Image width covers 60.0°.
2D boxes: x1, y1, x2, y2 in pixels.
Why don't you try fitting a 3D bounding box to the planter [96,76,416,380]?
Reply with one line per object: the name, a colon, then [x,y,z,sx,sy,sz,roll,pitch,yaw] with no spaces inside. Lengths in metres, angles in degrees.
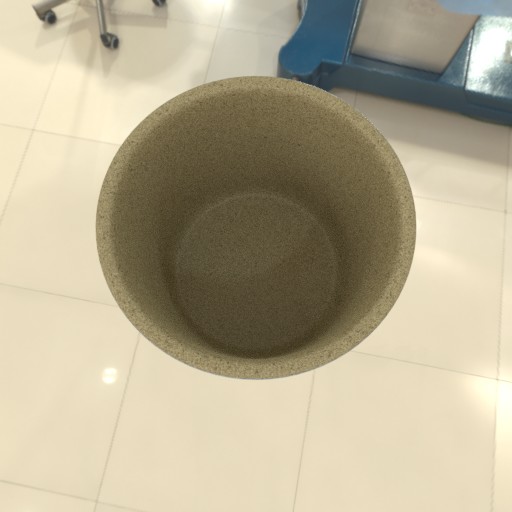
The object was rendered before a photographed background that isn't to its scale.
planter: [0.000,0.000,0.426,0.227,0.235,0.227,0,75,0]
